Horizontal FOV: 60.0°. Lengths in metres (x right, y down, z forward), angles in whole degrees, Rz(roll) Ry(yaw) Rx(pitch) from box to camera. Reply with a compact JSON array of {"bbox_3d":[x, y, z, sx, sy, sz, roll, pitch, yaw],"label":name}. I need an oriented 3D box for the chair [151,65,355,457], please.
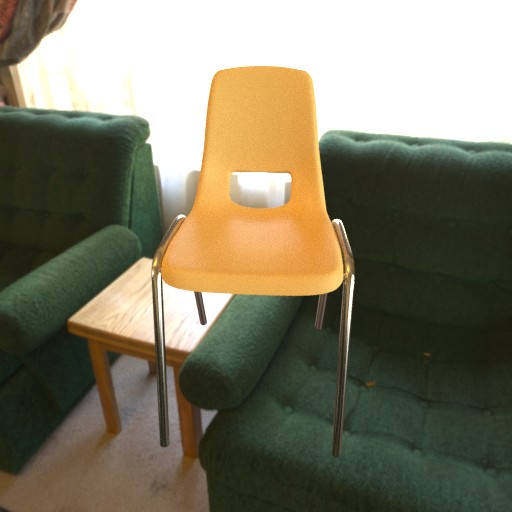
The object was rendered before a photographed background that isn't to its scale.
[{"bbox_3d":[0.000,0.000,0.941,0.381,0.704,0.436,2,29,3],"label":"chair"}]
